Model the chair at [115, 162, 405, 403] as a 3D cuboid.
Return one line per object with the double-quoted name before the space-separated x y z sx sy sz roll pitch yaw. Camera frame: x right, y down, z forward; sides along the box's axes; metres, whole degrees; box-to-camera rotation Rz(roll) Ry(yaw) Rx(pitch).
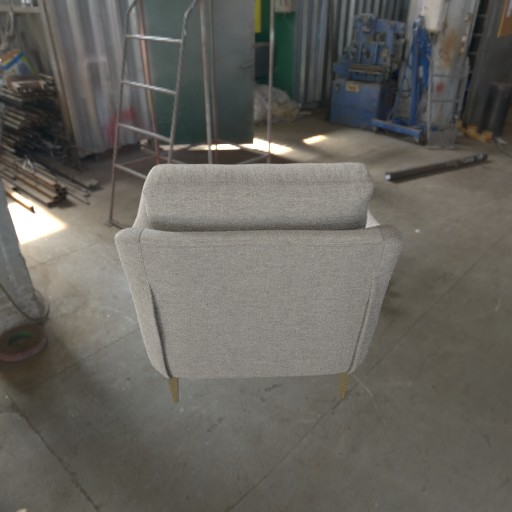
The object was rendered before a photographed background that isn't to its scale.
"chair" 0.000 0.000 1.724 0.986 0.902 0.961 -1 30 -2
